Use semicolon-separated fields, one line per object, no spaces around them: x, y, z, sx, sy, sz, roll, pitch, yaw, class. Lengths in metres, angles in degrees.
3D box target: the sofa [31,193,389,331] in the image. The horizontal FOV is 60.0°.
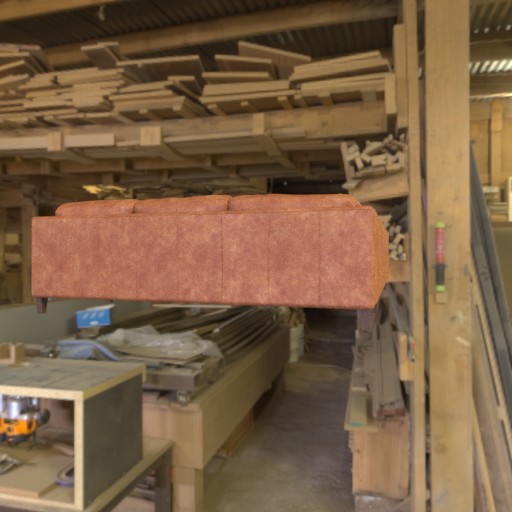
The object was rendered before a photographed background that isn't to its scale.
0.000;0.000;4.337;2.438;0.838;3.167;0;0;18;sofa
